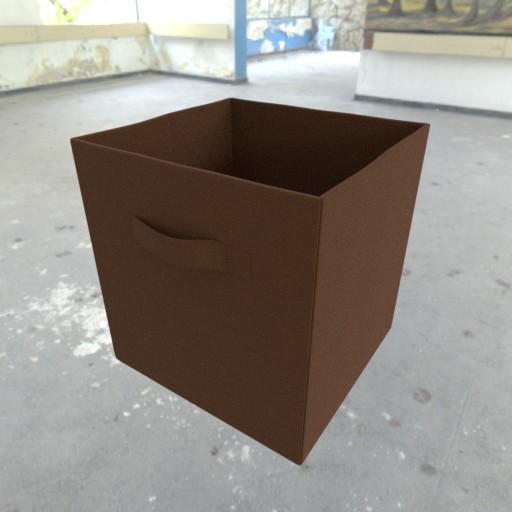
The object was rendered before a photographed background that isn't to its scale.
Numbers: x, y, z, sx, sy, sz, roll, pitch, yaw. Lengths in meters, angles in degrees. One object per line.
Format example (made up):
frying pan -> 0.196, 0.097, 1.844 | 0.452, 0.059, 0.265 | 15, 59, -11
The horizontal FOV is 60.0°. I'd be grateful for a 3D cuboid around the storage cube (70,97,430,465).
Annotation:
storage cube -> 0.000, 0.000, 0.505 | 0.270, 0.280, 0.270 | 19, 35, 29
